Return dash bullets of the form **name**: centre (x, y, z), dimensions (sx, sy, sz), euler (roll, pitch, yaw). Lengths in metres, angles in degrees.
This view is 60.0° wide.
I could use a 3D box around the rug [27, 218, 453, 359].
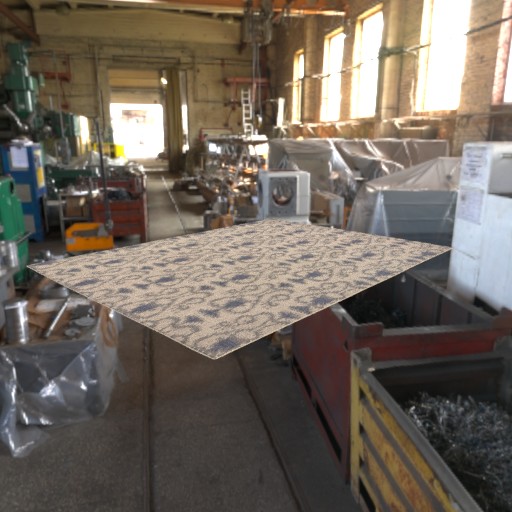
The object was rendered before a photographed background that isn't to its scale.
- **rug**: centre (0.000, 0.000, 4.134), dimensions (2.437, 0.015, 3.205), euler (14, 20, 41)
